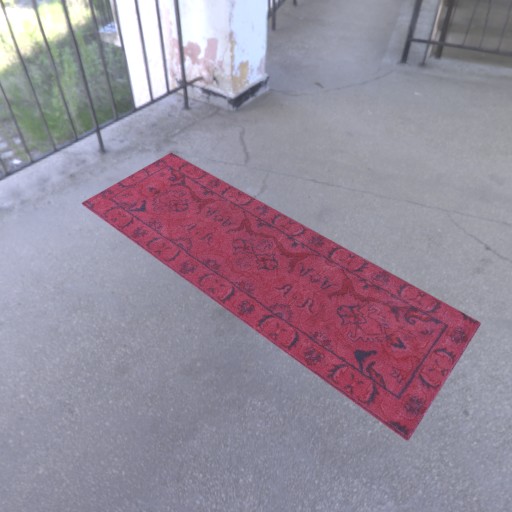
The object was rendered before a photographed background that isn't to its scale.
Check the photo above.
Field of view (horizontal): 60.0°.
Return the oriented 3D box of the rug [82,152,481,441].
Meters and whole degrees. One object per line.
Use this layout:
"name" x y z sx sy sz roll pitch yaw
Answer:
"rug" 0.000 0.000 2.673 2.439 0.018 0.813 32 54 27
